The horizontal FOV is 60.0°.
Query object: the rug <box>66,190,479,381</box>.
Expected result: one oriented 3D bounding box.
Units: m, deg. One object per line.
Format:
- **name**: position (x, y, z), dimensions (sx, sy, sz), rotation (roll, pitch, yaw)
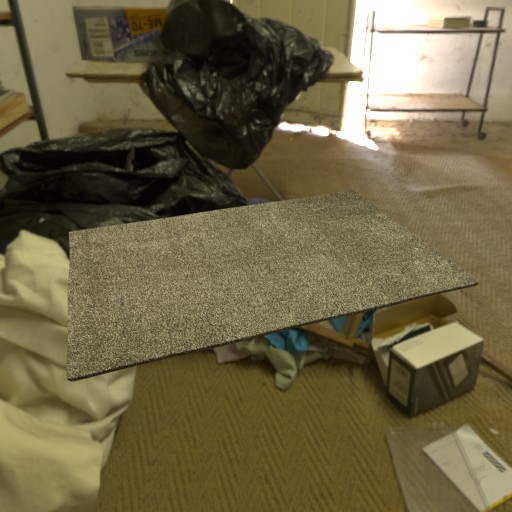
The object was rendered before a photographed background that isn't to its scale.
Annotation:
- **rug**: position (0.000, 0.000, 2.946), dimensions (2.352, 0.025, 1.501), rotation (-10, 33, -16)
